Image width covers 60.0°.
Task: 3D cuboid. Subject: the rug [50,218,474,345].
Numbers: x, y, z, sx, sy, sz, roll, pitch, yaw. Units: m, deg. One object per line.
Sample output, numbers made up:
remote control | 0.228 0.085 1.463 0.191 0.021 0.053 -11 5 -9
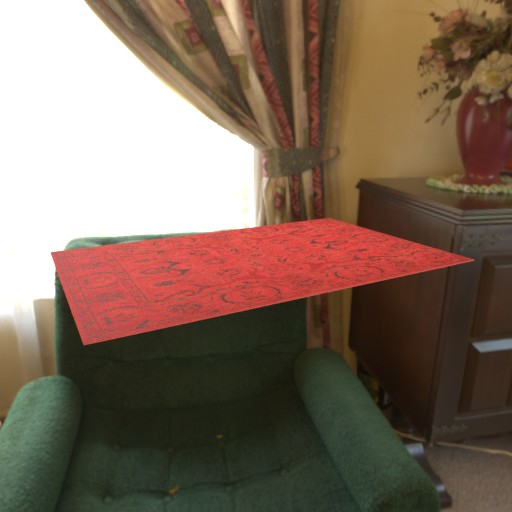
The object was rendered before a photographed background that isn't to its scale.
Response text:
rug | 0.000 0.000 2.991 2.423 0.010 1.534 -9 19 -27
